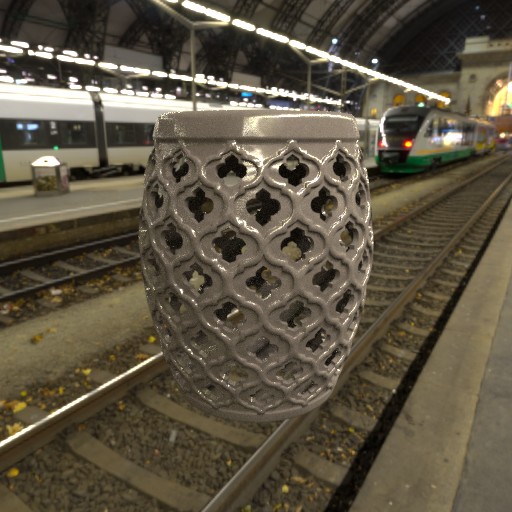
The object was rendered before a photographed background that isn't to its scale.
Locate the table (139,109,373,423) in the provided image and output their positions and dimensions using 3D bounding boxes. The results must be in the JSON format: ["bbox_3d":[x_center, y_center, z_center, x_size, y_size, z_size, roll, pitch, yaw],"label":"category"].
[{"bbox_3d":[0.000,0.000,0.640,0.325,0.388,0.325,0,15,0],"label":"table"}]
